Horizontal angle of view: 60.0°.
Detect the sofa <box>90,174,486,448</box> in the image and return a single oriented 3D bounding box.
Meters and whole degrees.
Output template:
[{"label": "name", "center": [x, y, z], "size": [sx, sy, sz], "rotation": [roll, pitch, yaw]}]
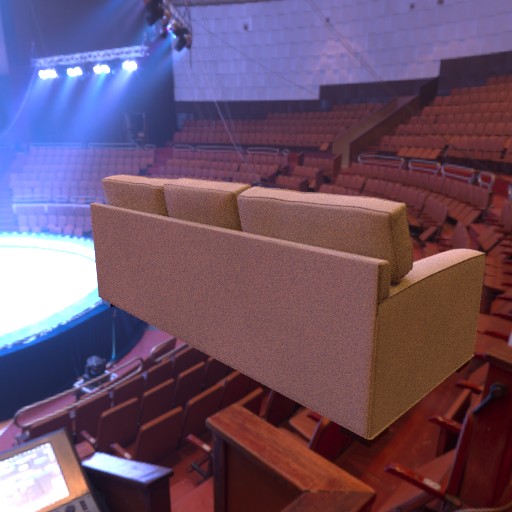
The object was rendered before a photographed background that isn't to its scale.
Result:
[{"label": "sofa", "center": [0.000, 0.000, 2.461], "size": [0.935, 0.862, 2.088], "rotation": [-13, 19, -42]}]
